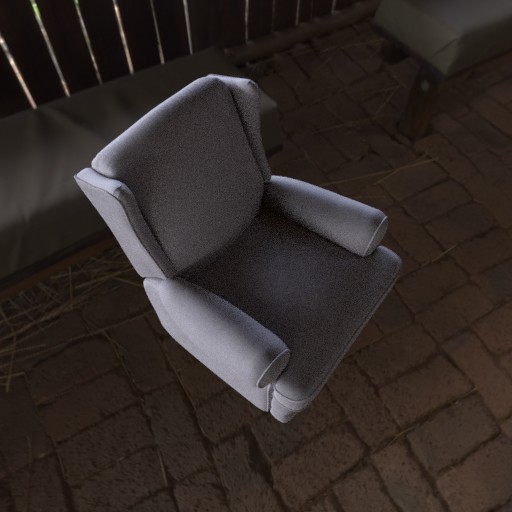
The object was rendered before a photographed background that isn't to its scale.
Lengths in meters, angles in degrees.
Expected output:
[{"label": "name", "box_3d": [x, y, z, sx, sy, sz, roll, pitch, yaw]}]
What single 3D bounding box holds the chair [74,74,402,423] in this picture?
[{"label": "chair", "box_3d": [0.000, 0.000, 1.740, 0.969, 1.011, 0.847, 34, 64, 19]}]
